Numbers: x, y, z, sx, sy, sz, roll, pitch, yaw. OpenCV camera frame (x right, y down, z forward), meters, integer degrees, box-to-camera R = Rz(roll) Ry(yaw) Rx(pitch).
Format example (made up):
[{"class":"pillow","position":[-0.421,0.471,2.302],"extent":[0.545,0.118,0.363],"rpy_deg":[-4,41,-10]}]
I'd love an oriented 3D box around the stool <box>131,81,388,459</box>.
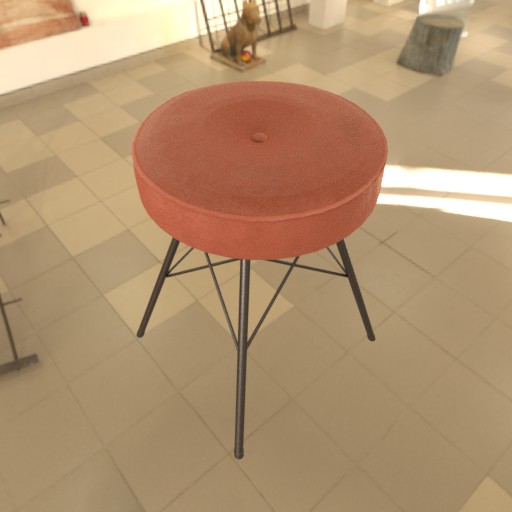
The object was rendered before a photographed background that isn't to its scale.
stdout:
[{"class":"stool","position":[0.000,0.000,0.918],"extent":[0.457,0.593,0.421],"rpy_deg":[-32,54,-27]}]
